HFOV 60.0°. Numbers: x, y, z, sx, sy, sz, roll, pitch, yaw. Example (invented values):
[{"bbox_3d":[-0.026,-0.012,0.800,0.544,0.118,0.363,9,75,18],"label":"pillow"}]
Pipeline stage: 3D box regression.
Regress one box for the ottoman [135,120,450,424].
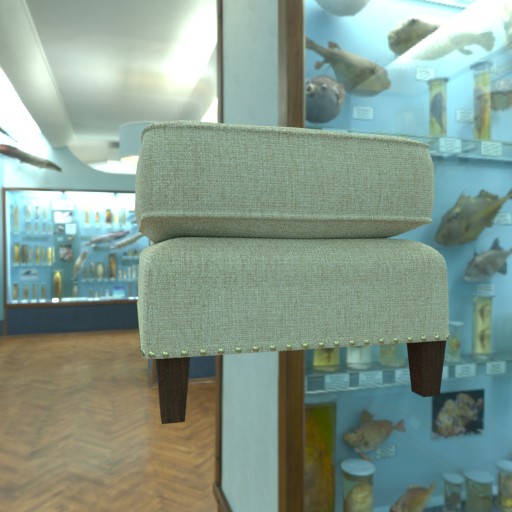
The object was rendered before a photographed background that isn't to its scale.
[{"bbox_3d":[0.000,0.000,1.118,0.589,0.537,0.738,0,1,-15],"label":"ottoman"}]
